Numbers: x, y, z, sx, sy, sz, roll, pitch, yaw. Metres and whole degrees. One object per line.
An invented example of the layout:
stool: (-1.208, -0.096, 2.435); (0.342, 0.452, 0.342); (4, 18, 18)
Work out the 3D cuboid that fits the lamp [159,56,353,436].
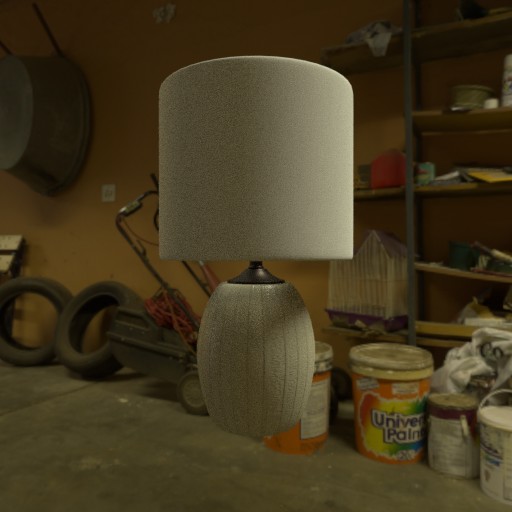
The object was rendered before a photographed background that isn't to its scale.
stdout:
lamp: (0.000, 0.000, 0.769); (0.329, 0.570, 0.329); (0, 0, -17)
